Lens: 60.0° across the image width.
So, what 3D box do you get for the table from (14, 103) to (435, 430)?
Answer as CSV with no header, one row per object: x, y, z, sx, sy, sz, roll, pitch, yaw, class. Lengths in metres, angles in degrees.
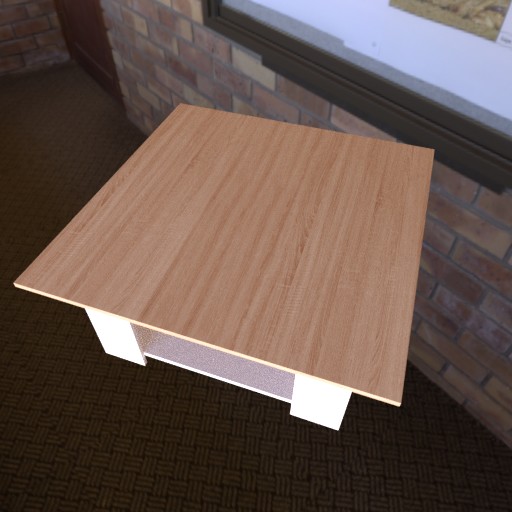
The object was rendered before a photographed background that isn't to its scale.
0.000,0.000,1.030,0.670,0.305,0.670,14,49,13,table
